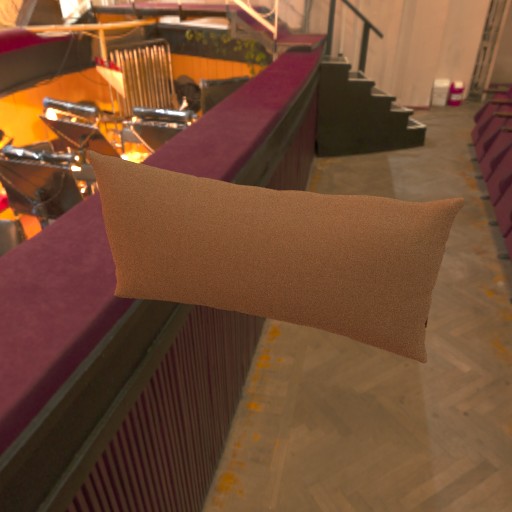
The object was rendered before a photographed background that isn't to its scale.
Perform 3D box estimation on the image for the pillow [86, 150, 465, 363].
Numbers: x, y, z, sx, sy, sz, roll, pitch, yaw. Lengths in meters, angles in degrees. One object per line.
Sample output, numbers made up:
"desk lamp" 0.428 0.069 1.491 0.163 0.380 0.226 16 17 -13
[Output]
"pillow" 0.000 0.000 0.754 0.612 0.308 0.148 10 33 15
